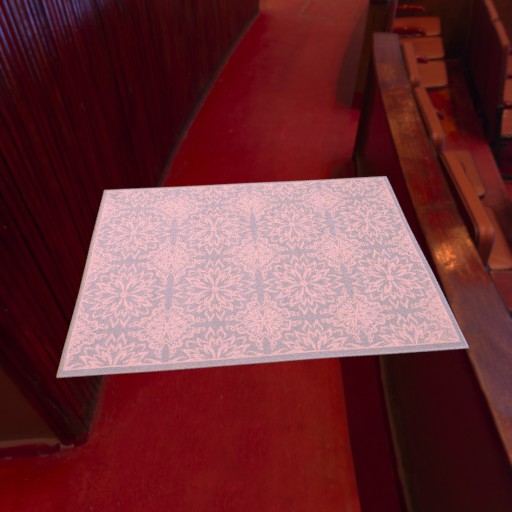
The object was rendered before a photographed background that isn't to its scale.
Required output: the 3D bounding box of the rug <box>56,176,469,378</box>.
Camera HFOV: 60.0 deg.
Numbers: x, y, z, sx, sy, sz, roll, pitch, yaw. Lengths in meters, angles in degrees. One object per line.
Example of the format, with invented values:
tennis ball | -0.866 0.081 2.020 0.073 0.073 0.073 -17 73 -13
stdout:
rug | 0.000 0.000 2.907 2.205 0.014 1.589 -3 46 -3
